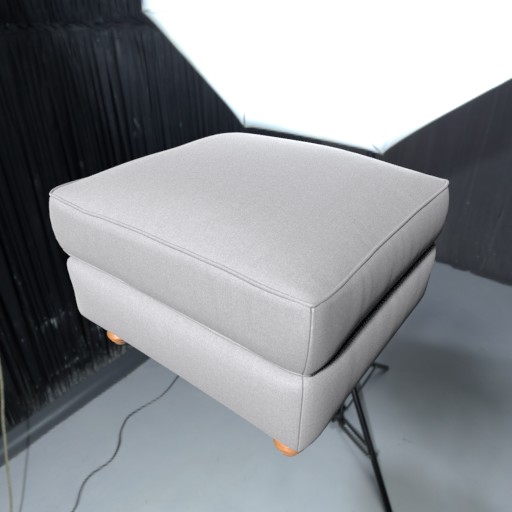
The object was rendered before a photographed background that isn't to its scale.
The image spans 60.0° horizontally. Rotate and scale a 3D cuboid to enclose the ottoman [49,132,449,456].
[{"bbox_3d":[0.000,0.000,1.103,0.721,0.505,0.662,21,37,32],"label":"ottoman"}]
